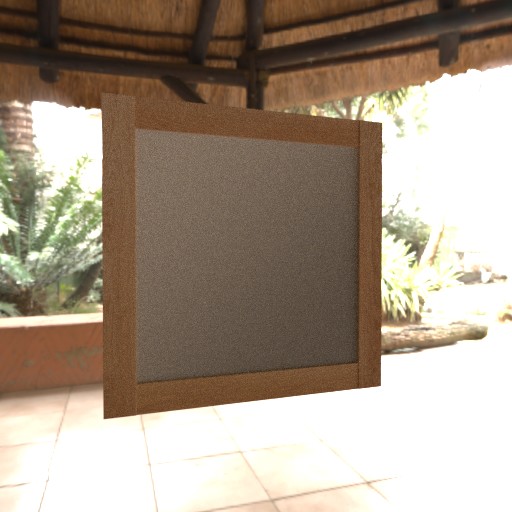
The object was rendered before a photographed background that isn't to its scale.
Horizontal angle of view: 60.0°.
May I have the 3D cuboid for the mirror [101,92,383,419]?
[{"bbox_3d":[0.000,0.000,1.222,0.800,0.800,0.020,0,1,-19],"label":"mirror"}]
